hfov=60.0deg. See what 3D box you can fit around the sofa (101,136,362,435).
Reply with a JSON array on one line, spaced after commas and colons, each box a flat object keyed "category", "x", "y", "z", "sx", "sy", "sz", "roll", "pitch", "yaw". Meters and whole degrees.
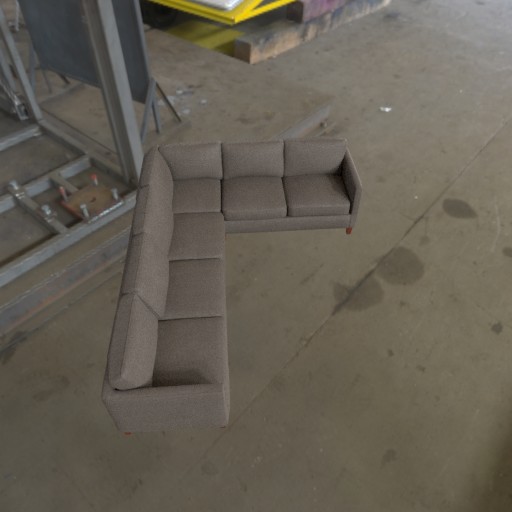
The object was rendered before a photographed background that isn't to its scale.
[{"category": "sofa", "x": 0.000, "y": 0.000, "z": 4.612, "sx": 2.593, "sy": 0.947, "sz": 3.302, "roll": -3, "pitch": 46, "yaw": -3}]
